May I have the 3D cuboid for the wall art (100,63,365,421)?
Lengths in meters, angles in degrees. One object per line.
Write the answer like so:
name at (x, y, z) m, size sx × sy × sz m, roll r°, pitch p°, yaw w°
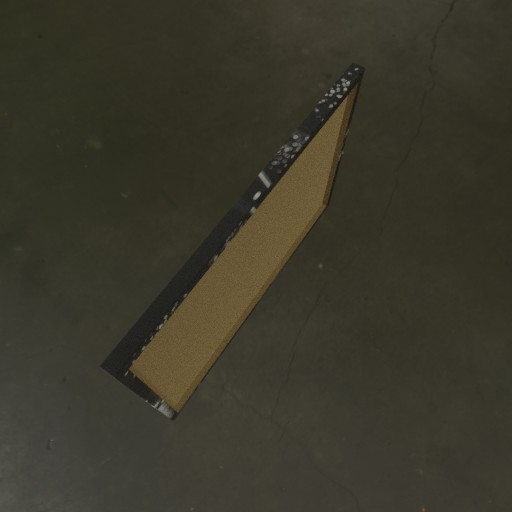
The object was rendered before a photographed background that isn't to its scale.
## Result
wall art at (0.000, 0.000, 1.202) m, size 0.038 × 0.609 × 0.914 m, roll 31°, pitch 67°, yaw 15°
